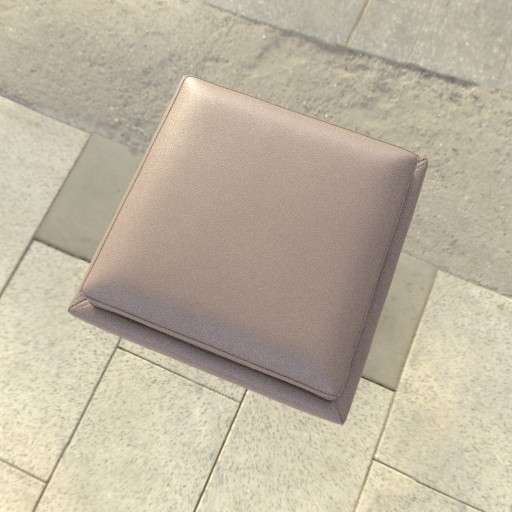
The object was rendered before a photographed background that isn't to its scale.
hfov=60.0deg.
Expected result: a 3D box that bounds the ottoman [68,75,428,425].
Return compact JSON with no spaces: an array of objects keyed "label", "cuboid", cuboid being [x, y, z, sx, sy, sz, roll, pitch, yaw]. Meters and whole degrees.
[{"label":"ottoman","cuboid":[0.000,0.000,0.831,0.451,0.460,0.450,21,77,5]}]
